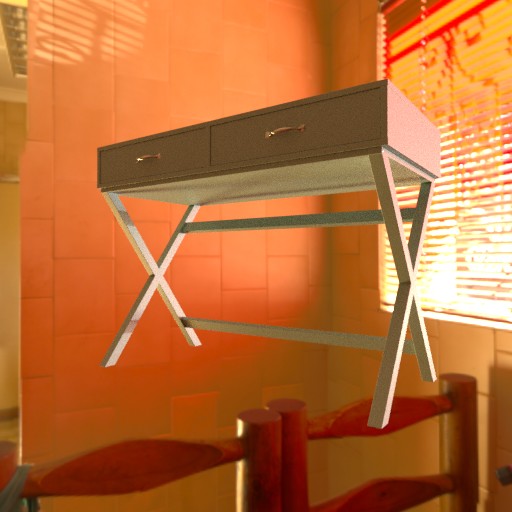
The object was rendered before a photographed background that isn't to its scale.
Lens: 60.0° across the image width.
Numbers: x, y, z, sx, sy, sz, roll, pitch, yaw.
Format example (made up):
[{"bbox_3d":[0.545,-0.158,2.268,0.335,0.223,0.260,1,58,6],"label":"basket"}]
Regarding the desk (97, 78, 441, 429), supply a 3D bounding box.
[{"bbox_3d":[0.000,0.000,1.483,1.057,0.780,0.525,0,-1,35],"label":"desk"}]
